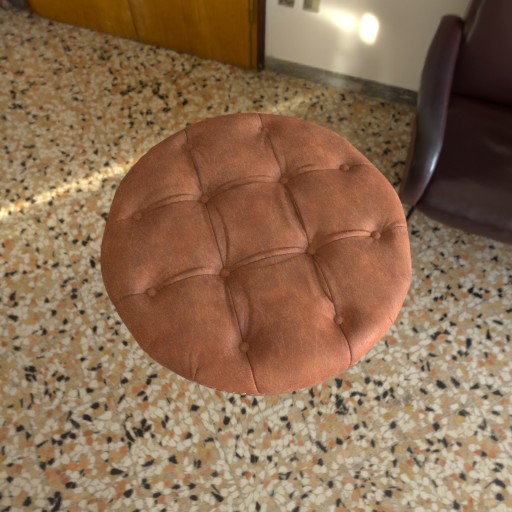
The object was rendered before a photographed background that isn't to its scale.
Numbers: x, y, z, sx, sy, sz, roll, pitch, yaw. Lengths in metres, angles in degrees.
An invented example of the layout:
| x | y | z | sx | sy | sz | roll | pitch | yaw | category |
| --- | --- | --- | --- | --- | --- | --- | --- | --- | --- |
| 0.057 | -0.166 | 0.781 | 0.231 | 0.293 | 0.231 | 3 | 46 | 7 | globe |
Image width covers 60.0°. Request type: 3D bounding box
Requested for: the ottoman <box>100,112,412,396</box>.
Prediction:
| x | y | z | sx | sy | sz | roll | pitch | yaw | category |
| --- | --- | --- | --- | --- | --- | --- | --- | --- | --- |
| 0.000 | 0.000 | 1.405 | 0.901 | 0.444 | 0.901 | 0 | 62 | 0 | ottoman |
